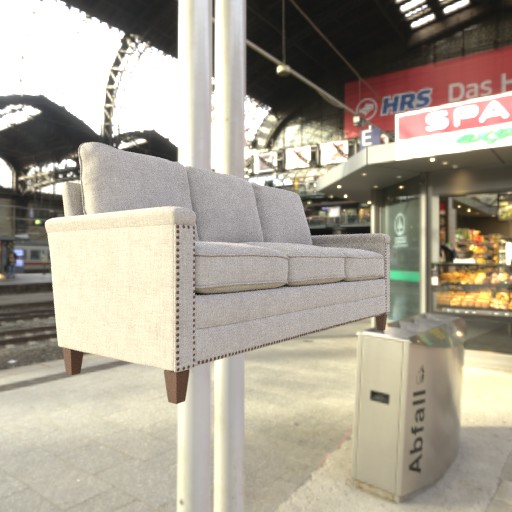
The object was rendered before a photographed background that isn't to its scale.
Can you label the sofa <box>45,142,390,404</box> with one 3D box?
[{"bbox_3d":[0.000,0.000,2.372,0.828,0.959,1.925,0,-1,36],"label":"sofa"}]
